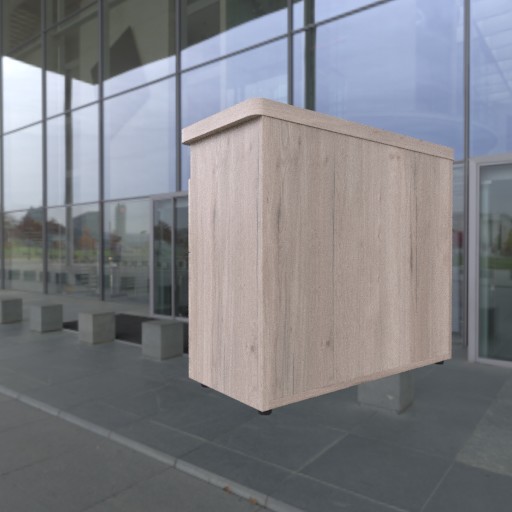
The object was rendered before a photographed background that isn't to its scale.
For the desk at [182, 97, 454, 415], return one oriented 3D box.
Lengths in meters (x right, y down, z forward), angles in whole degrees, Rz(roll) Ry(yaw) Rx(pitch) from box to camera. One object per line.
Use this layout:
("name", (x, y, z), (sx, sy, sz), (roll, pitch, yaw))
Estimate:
("desk", (0.000, 0.000, 1.767), (0.900, 0.760, 1.169), (-1, 1, -37))
